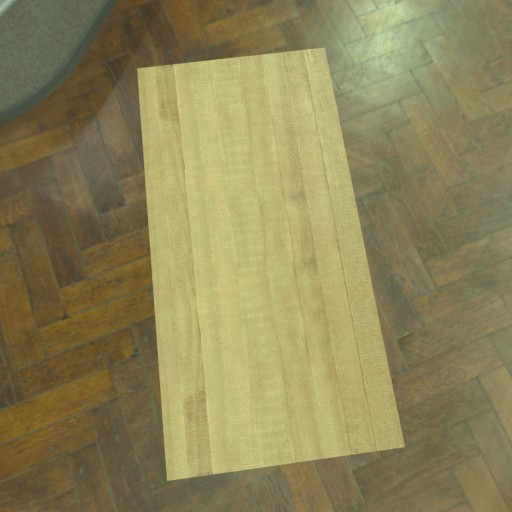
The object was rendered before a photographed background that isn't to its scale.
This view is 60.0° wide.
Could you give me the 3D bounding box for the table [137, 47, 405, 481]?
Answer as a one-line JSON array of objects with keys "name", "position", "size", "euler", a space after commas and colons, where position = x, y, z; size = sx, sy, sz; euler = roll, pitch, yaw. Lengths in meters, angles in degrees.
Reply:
[{"name": "table", "position": [0.000, 0.000, 1.346], "size": [0.551, 0.399, 1.100], "euler": [-7, 75, -2]}]
